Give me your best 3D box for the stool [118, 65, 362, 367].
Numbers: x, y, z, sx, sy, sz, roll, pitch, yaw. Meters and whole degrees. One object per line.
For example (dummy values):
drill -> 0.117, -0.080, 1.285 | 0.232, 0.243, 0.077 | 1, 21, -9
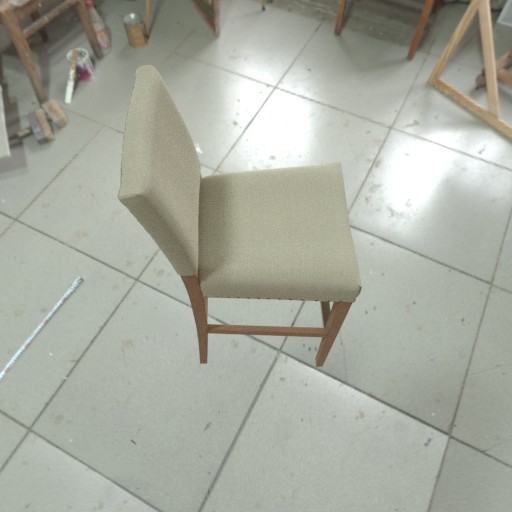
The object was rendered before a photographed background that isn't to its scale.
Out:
stool -> 0.000, 0.000, 1.408 | 0.546, 1.143, 0.428 | -2, 61, -1
